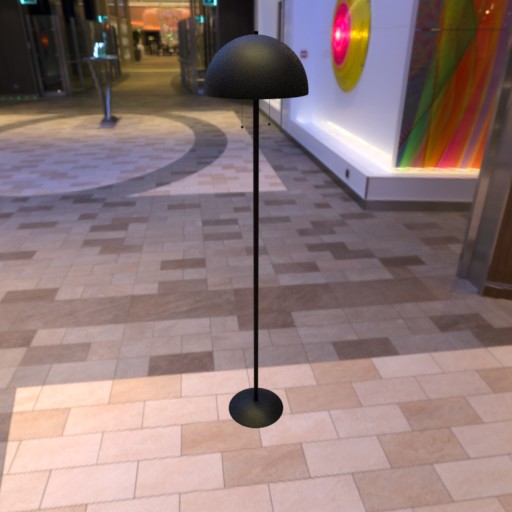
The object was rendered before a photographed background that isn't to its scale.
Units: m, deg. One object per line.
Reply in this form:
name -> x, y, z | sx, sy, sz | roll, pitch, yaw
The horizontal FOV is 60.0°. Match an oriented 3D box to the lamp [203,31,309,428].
lamp -> 0.000, 0.000, 1.634 | 0.328, 1.480, 0.328 | 18, 31, 32
